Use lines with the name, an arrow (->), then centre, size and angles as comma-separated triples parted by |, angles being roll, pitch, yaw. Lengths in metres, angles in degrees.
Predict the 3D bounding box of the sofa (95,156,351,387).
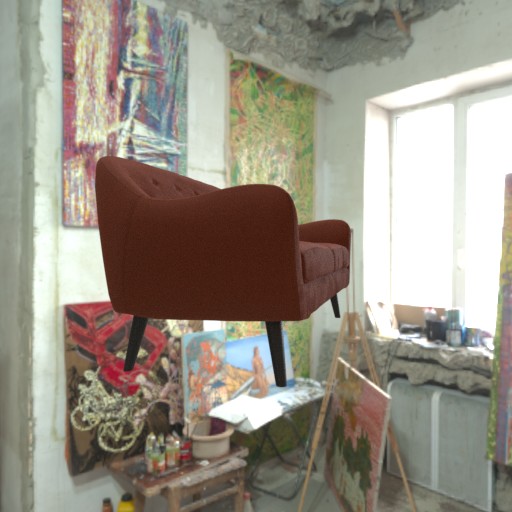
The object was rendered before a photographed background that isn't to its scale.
sofa -> 0.000, 0.000, 2.295 | 0.820, 0.836, 1.840 | 0, 1, 17
